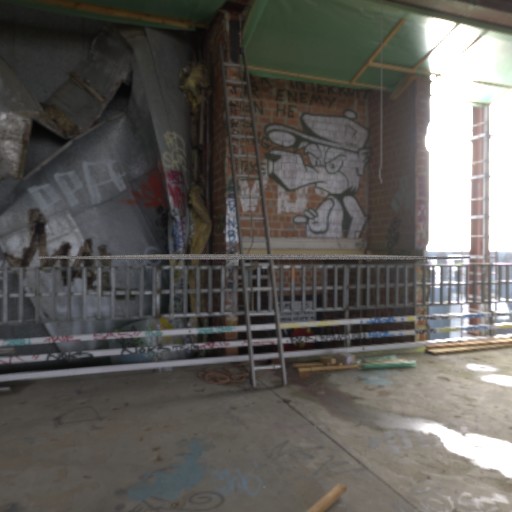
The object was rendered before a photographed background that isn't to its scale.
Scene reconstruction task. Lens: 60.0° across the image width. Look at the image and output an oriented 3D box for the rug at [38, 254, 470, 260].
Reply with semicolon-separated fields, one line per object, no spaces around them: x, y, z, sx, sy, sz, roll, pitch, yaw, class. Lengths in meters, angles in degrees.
0.000;0.000;4.019;2.451;0.026;3.069;0;1;1;rug
